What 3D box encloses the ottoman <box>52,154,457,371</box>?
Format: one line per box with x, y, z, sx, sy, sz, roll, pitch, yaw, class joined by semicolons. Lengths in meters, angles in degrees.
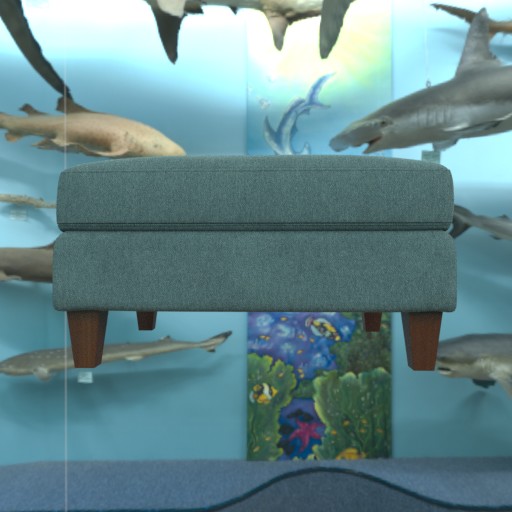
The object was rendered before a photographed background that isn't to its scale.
0.000;0.000;1.200;0.864;0.483;0.584;0;0;2;ottoman
